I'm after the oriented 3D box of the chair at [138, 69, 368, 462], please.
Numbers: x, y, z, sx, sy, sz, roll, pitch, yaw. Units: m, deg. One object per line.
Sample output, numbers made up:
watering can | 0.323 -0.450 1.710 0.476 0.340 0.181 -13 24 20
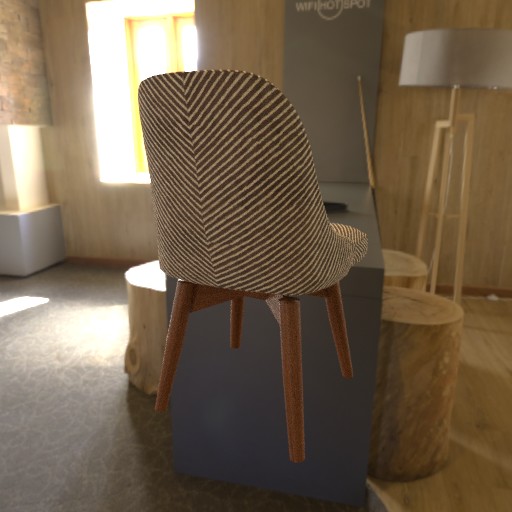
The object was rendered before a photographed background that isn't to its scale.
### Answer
chair | 0.000 0.000 1.212 0.504 0.883 0.591 8 18 27
